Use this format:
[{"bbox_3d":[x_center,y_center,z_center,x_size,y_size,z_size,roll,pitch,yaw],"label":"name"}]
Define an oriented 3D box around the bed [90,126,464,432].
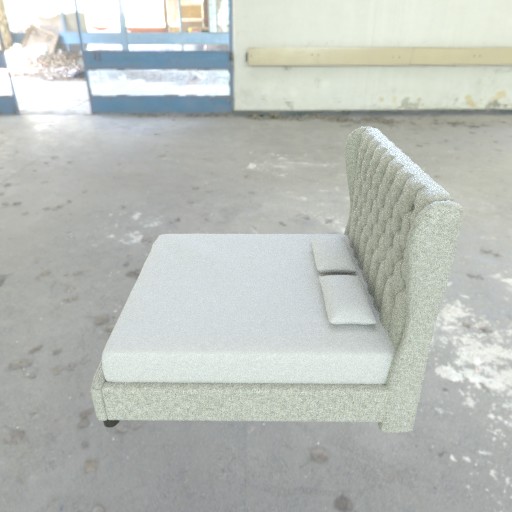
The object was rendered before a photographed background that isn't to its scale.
[{"bbox_3d":[0.000,0.000,3.797,2.347,1.771,2.219,0,28,0],"label":"bed"}]
